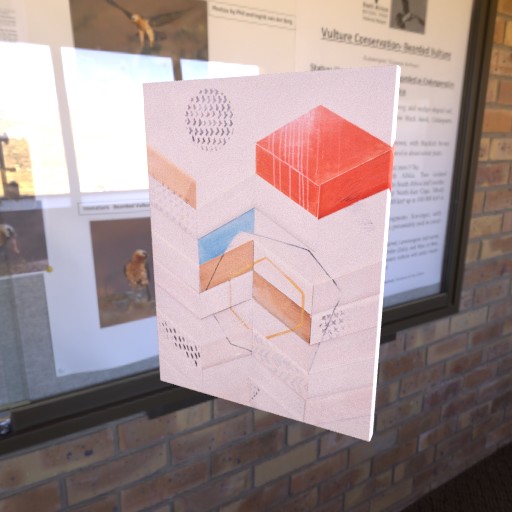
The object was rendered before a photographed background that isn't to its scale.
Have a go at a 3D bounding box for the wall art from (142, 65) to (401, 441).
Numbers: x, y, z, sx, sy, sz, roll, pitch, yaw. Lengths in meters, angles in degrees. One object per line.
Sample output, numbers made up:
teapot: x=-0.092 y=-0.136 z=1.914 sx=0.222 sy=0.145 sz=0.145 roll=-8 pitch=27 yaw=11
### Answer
wall art: x=0.000 y=0.000 z=1.338 sx=0.759 sy=1.014 sz=0.045 roll=7 pitch=16 yaw=26
